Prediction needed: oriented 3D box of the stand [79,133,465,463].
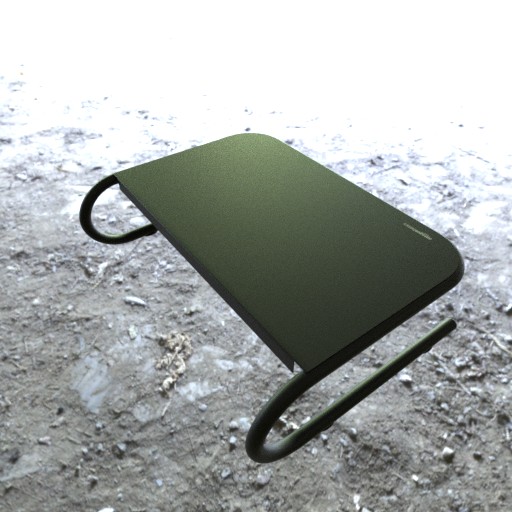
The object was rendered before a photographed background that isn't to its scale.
[{"bbox_3d":[0.000,0.000,0.506,0.280,0.108,0.370,-26,47,-27],"label":"stand"}]
